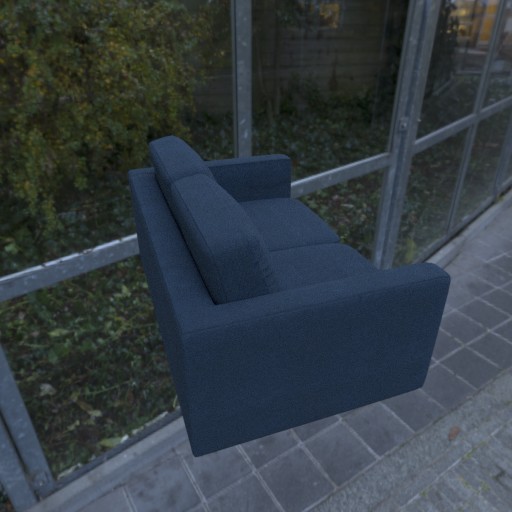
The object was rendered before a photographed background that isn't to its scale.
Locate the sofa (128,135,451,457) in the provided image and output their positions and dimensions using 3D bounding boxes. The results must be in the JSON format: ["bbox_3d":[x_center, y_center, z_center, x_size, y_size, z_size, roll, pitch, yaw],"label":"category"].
[{"bbox_3d":[0.000,0.000,2.143,0.999,0.930,1.518,-10,31,-17],"label":"sofa"}]
